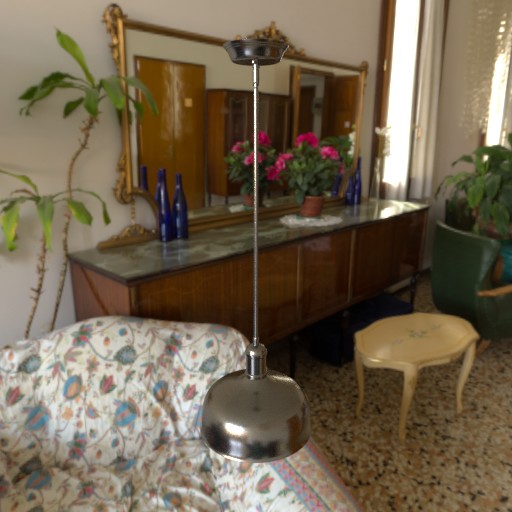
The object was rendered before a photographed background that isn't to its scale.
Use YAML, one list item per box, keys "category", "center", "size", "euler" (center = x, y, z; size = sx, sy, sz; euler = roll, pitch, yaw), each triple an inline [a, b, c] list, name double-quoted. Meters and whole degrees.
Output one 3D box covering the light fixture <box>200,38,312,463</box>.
- category: "light fixture"
  center: [0.000, 0.000, 1.073]
  size: [0.299, 0.935, 0.299]
  euler: [2, 15, 8]
